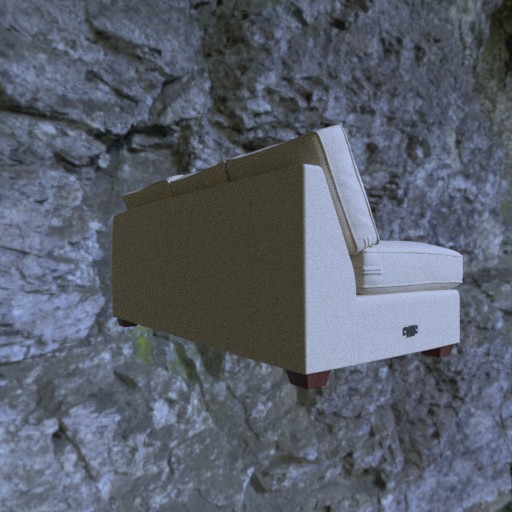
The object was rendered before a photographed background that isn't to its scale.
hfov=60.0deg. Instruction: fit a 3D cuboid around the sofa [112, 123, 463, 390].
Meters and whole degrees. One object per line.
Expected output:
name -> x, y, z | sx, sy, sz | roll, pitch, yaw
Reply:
sofa -> 0.000, 0.000, 2.556 | 1.034, 0.946, 1.963 | 0, -1, -36
